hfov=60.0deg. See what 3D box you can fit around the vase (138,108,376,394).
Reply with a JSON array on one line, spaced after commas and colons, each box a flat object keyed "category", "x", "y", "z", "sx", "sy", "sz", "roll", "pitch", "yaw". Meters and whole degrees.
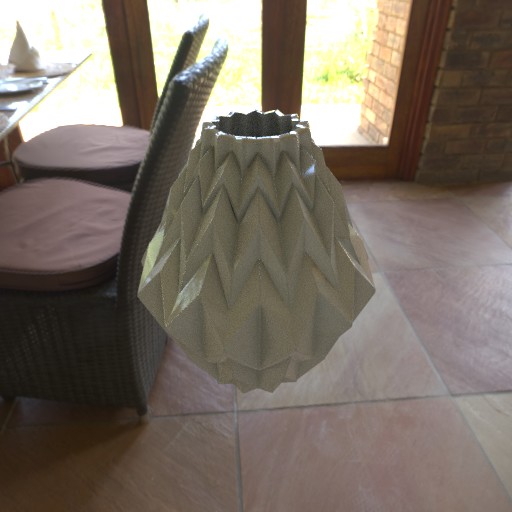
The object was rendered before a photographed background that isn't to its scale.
[{"category": "vase", "x": 0.000, "y": 0.000, "z": 0.307, "sx": 0.164, "sy": 0.185, "sz": 0.164, "roll": 0, "pitch": 33, "yaw": 0}]
